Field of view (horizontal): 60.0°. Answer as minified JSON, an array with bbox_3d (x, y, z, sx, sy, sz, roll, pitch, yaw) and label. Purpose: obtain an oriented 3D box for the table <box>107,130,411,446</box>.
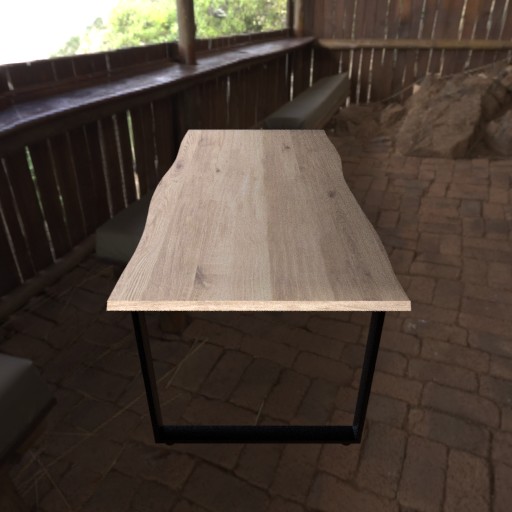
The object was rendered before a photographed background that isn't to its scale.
[{"bbox_3d":[0.000,0.000,2.236,0.900,0.780,1.800,0,31,0],"label":"table"}]
